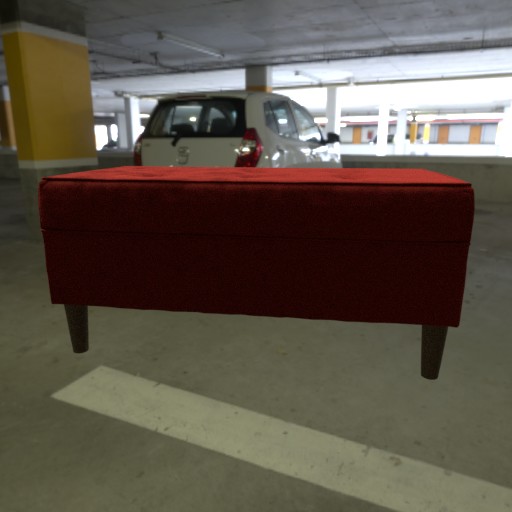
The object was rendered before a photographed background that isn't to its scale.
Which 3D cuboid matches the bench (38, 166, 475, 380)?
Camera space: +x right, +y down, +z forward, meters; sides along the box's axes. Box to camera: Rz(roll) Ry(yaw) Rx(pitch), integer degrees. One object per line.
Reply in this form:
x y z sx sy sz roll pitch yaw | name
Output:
0.000 0.000 1.268 1.016 0.471 0.492 2 15 8 | bench
